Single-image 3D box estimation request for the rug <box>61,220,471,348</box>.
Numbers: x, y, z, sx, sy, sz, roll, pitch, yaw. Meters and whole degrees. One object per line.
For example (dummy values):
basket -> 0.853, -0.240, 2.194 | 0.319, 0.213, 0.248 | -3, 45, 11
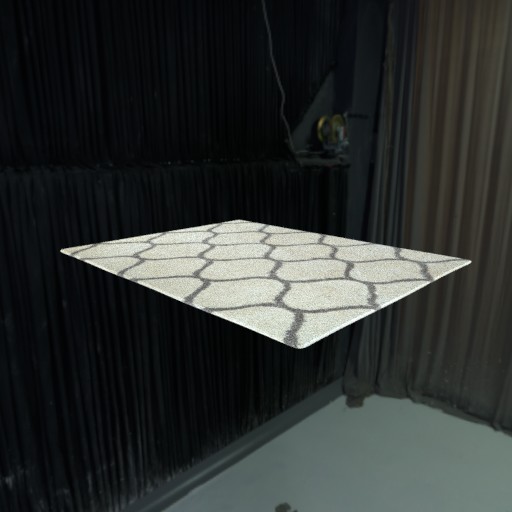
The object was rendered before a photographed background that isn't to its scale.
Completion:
rug -> 0.000, 0.000, 4.103 | 3.000, 0.026, 2.399 | 14, 20, 43
